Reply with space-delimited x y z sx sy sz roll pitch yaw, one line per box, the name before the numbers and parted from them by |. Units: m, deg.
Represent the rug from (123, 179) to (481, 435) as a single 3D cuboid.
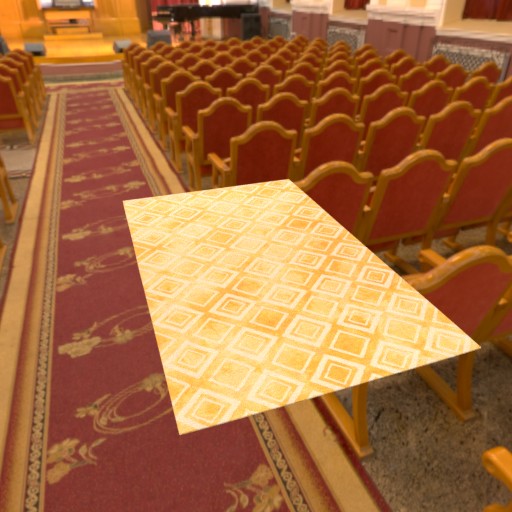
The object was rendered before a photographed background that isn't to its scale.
rug | 0.000 0.000 2.955 1.511 0.010 2.424 -10 32 -17
